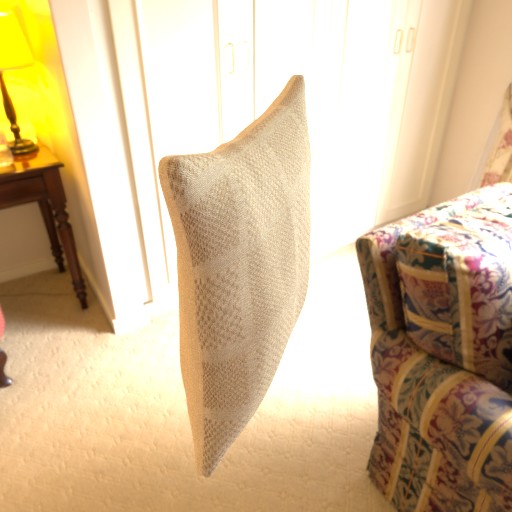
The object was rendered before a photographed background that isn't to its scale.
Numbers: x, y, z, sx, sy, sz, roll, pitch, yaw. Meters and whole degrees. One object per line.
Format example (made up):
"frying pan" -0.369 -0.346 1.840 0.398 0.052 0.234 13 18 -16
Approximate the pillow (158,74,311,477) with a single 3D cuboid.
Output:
"pillow" 0.000 0.000 0.645 0.138 0.432 0.436 10 33 16
